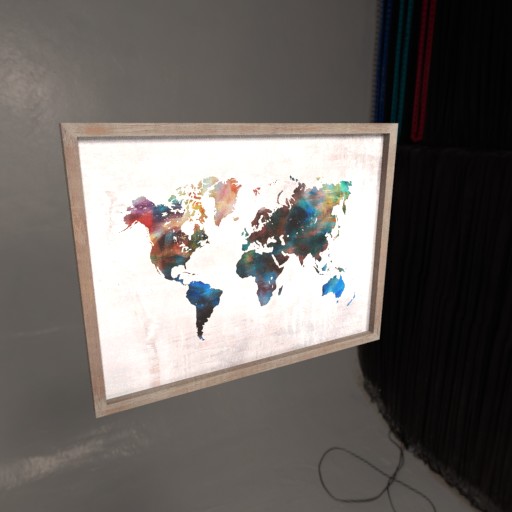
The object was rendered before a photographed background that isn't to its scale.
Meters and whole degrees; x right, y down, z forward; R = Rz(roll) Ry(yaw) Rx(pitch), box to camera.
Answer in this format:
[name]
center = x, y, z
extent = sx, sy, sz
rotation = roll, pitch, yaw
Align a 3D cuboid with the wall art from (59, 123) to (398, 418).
[wall art]
center = 0.000, 0.000, 1.758
extent = 1.320, 1.009, 0.070
rotation = -8, 18, -26
